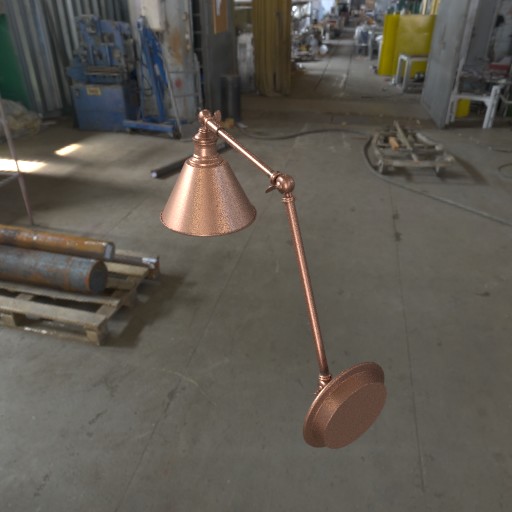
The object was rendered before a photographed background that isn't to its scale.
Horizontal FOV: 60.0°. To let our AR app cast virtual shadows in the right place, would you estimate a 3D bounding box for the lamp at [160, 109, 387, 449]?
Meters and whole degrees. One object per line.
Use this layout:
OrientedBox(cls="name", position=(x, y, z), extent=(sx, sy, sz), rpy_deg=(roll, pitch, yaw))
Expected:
OrientedBox(cls="lamp", position=(0.000, 0.000, 0.895), extent=(0.223, 0.502, 0.624), rpy_deg=(-18, 35, -28))
